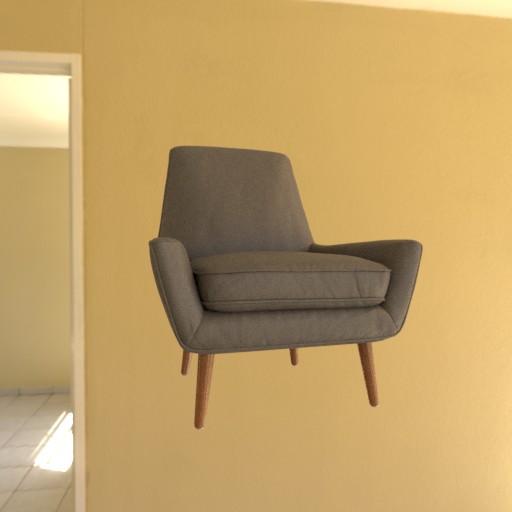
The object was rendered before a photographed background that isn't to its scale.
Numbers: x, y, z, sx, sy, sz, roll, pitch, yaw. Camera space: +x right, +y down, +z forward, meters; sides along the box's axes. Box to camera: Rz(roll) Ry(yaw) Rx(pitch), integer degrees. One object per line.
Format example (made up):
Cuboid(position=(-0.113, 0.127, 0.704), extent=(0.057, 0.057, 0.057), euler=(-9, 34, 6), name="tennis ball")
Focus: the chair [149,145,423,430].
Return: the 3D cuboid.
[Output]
Cuboid(position=(0.000, 0.000, 1.543), extent=(0.787, 0.888, 0.822), euler=(0, 1, -18), name="chair")
